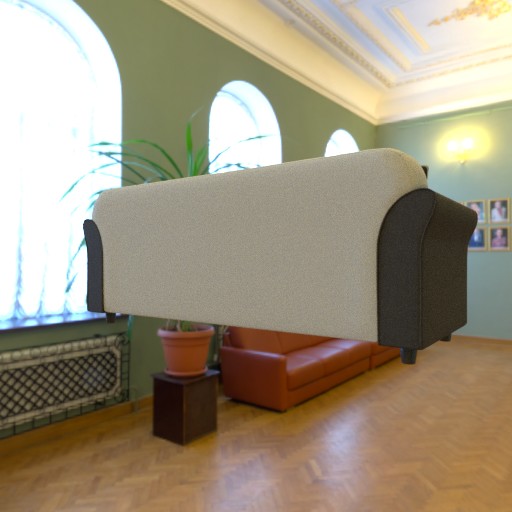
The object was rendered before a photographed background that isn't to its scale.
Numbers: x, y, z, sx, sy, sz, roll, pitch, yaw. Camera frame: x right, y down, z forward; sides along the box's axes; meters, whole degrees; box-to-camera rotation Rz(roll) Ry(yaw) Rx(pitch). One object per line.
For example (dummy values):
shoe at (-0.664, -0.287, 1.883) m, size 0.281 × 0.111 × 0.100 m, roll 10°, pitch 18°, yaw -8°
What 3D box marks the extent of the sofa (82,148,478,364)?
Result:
sofa at (0.000, 0.000, 2.338) m, size 2.001 × 0.787 × 0.755 m, roll 0°, pitch -1°, yaw 36°
